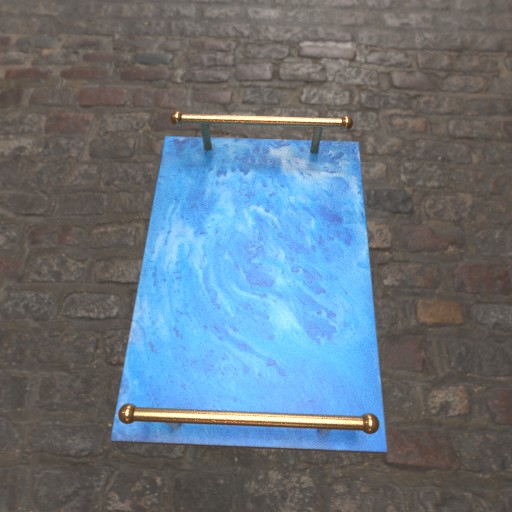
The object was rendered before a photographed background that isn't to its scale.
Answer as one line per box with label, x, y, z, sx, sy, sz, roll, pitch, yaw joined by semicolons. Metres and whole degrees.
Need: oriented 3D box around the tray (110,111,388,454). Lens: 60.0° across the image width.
tray;0.000;0.000;0.564;0.304;0.084;0.444;2;62;1
